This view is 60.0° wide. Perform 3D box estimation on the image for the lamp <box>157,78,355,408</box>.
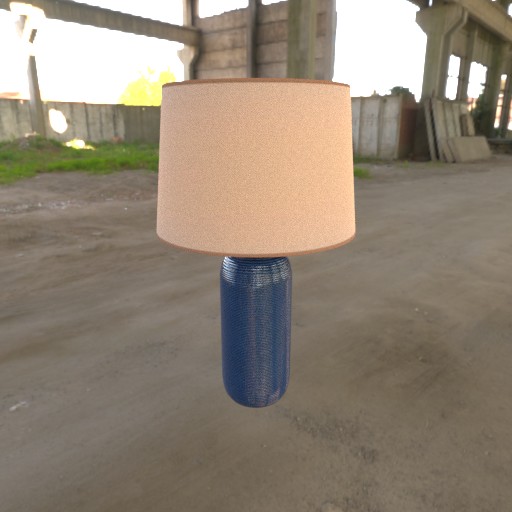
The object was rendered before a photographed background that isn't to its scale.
[{"bbox_3d":[0.000,0.000,0.852,0.367,0.609,0.367,0,17,0],"label":"lamp"}]
